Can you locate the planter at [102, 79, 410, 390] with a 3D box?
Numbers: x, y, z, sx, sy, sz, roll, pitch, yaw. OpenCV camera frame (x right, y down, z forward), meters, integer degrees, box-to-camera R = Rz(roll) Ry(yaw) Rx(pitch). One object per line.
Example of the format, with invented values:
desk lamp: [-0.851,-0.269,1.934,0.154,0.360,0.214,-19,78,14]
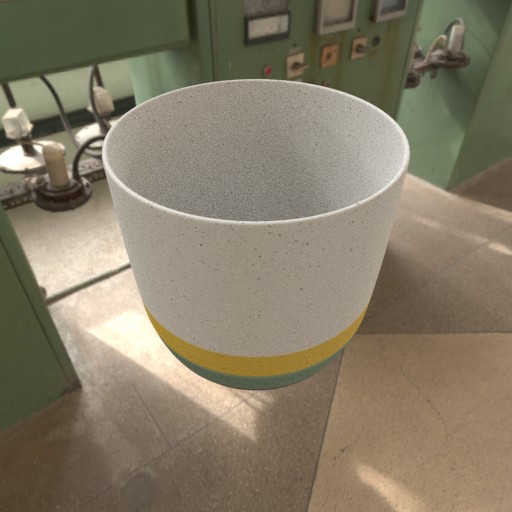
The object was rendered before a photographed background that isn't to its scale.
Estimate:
planter: [0.000,0.000,0.359,0.195,0.214,0.195,0,42,0]
